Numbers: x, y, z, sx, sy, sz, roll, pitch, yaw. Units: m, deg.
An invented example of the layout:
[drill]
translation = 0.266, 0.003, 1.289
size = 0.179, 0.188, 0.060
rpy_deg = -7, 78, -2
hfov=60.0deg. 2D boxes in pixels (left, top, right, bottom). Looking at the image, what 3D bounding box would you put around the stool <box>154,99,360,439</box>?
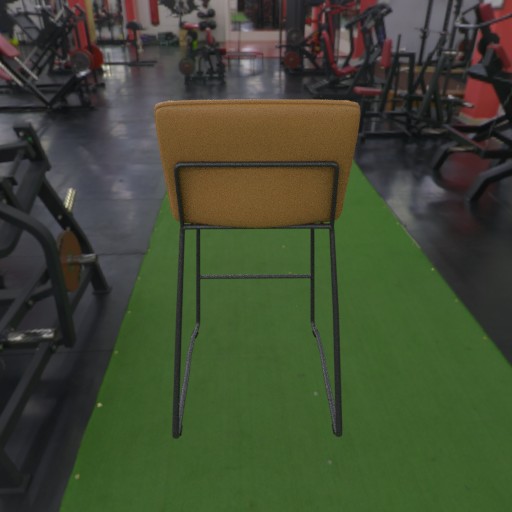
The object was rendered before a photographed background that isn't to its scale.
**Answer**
[stool]
translation = 0.000, 0.000, 1.255
size = 0.489, 0.936, 0.524
rpy_deg = 0, 30, -1
